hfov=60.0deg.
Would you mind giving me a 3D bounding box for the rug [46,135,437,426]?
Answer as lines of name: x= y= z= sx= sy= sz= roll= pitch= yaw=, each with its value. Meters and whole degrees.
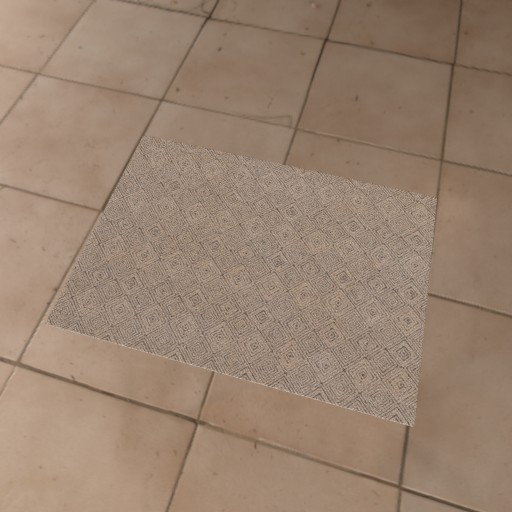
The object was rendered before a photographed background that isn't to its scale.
rug: x=0.000 y=0.000 z=2.934 sx=2.238 sy=0.008 sz=1.593 roll=14 pitch=63 yaw=7
